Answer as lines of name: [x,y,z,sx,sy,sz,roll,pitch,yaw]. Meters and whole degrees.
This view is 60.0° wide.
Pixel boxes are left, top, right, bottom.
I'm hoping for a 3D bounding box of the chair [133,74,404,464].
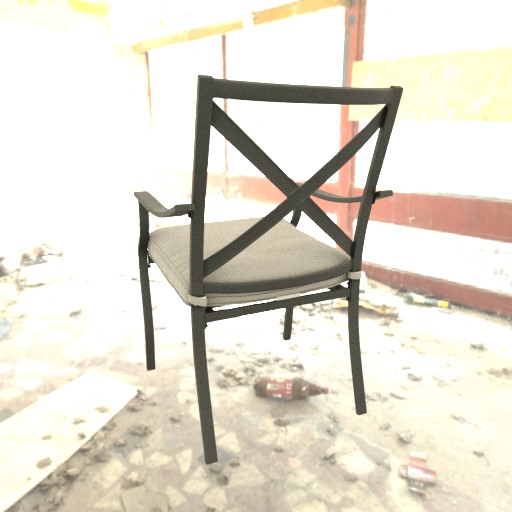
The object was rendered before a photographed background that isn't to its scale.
chair: [0.000,0.000,1.270,0.575,0.889,0.620,-7,17,-24]
